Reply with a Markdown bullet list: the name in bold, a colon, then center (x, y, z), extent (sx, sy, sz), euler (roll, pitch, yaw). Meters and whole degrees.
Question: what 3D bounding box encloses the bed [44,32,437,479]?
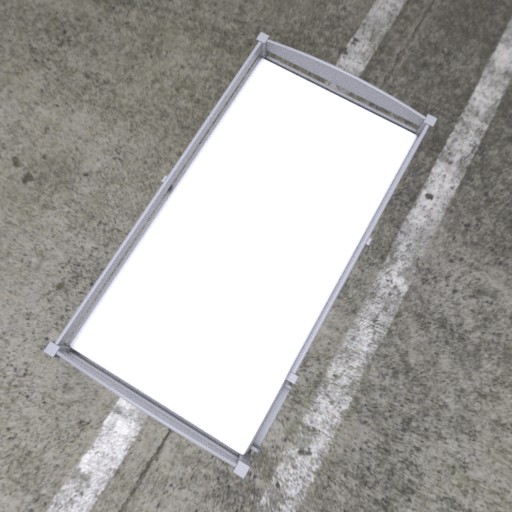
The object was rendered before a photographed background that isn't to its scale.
- **bed**: center (0.000, 0.000, 2.729), extent (1.105, 1.206, 2.013), euler (29, 78, 7)
